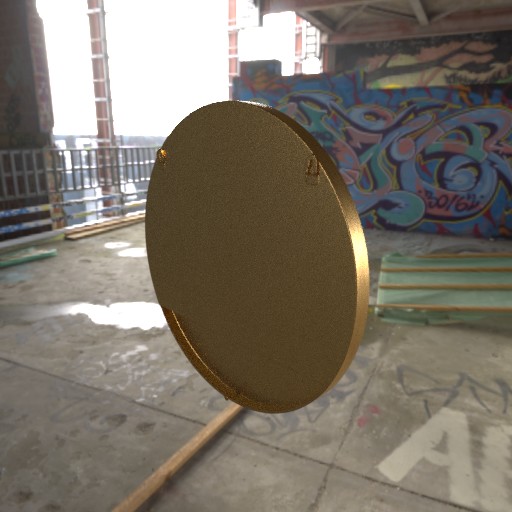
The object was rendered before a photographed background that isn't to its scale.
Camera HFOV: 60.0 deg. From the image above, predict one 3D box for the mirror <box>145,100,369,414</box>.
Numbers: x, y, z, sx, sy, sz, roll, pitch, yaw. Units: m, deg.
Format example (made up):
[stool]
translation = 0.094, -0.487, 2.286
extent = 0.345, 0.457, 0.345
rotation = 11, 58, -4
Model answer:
[mirror]
translation = 0.000, 0.000, 0.699
extent = 0.133, 0.457, 0.457
rotation = -14, 21, -42
